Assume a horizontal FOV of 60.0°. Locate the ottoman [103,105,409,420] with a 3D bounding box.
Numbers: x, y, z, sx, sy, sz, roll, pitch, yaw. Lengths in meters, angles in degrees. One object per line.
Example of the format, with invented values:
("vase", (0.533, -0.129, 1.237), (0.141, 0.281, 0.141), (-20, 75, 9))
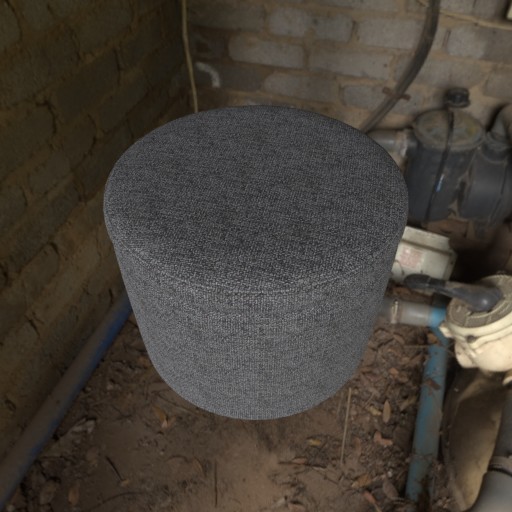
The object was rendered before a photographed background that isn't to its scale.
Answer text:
("ottoman", (0.000, 0.000, 0.899), (0.520, 0.430, 0.520), (0, 46, 0))
